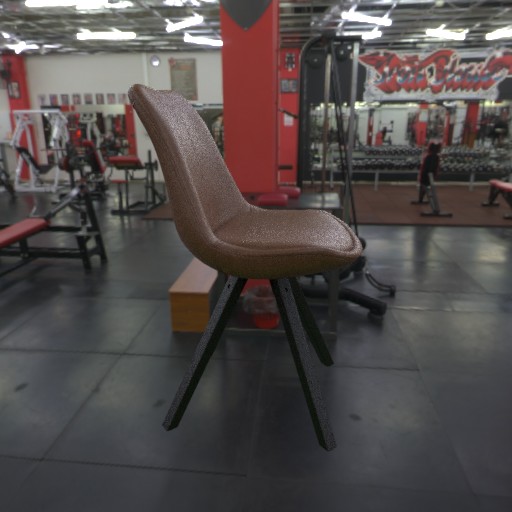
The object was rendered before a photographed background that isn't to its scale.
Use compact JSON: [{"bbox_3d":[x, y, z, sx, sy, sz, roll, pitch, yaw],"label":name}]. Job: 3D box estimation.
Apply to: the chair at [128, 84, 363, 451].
[{"bbox_3d":[0.000,0.000,1.186,0.550,0.850,0.475,3,17,8],"label":"chair"}]
